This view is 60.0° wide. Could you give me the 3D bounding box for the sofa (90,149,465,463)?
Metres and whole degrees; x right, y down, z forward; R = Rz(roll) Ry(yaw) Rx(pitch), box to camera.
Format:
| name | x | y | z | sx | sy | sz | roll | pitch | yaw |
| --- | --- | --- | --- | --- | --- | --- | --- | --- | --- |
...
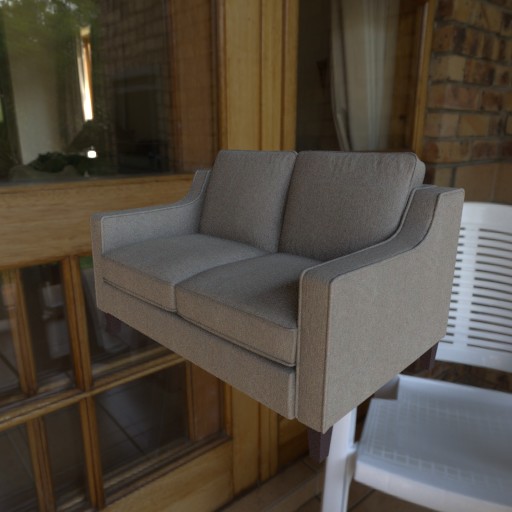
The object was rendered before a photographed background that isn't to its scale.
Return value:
| name | x | y | z | sx | sy | sz | roll | pitch | yaw |
| --- | --- | --- | --- | --- | --- | --- | --- | --- | --- |
| sofa | 0.000 | 0.000 | 2.111 | 1.503 | 0.981 | 0.985 | 15 | 21 | 42 |
